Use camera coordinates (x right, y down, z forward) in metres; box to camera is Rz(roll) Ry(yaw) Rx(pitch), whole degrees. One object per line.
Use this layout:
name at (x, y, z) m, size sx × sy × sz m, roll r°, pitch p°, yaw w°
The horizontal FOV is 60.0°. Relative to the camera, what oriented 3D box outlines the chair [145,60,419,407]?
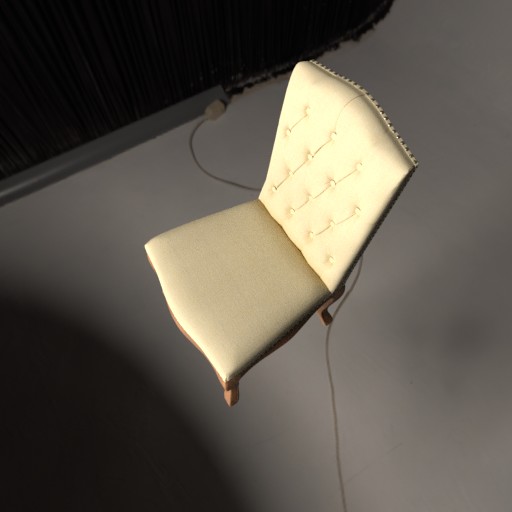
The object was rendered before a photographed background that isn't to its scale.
chair at (0.000, 0.000, 1.593) m, size 0.715 × 1.165 × 0.623 m, roll -30°, pitch 67°, yaw -14°
